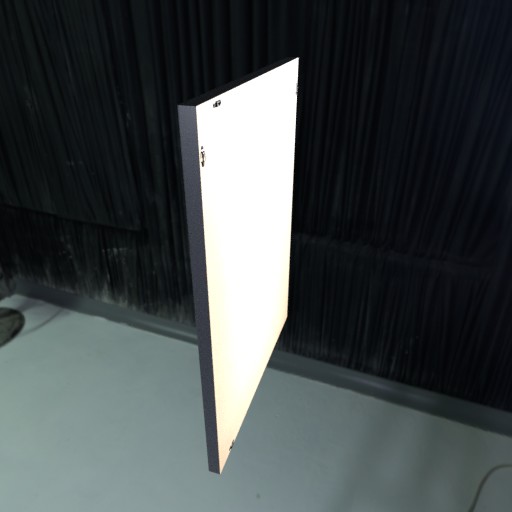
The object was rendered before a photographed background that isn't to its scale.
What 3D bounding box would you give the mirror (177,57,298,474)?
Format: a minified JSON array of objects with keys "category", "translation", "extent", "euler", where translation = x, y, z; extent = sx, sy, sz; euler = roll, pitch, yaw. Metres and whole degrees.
[{"category":"mirror","translation":[0.000,0.000,1.327],"extent":[0.040,1.016,0.762],"euler":[9,31,15]}]
